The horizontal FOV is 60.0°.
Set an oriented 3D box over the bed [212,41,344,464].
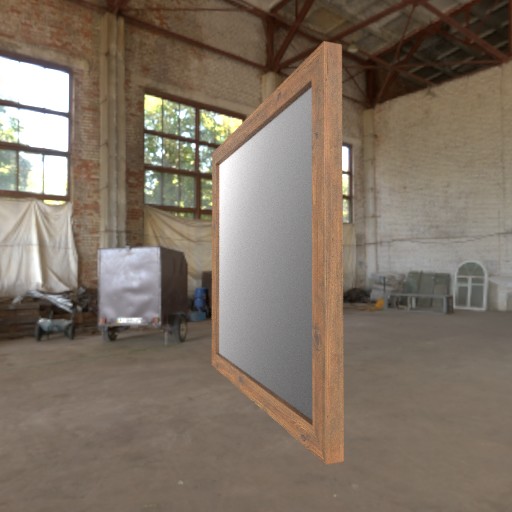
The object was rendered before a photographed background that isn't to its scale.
[{"bbox_3d":[0.000,0.000,1.483,0.046,0.942,1.046,0,-1,-19],"label":"bed"}]
